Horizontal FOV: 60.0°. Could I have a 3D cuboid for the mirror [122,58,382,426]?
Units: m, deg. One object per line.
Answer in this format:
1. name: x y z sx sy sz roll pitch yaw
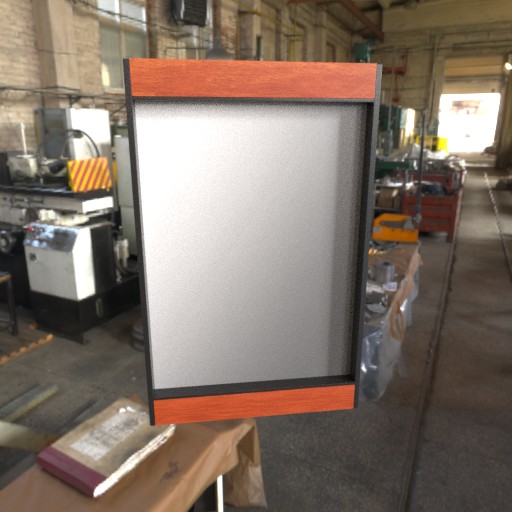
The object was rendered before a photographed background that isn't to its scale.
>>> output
1. mirror: 0.000 0.000 1.020 0.525 0.823 0.047 -2 16 -8
